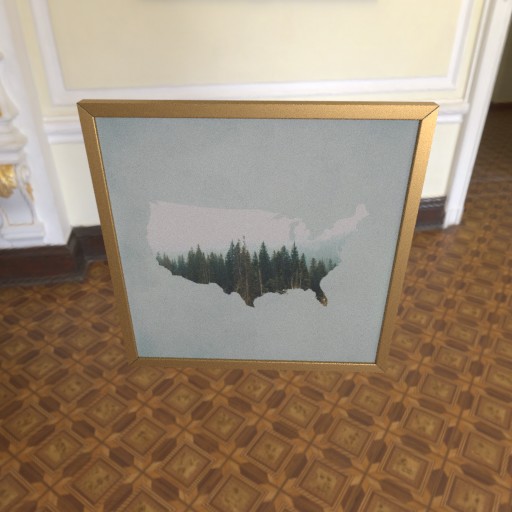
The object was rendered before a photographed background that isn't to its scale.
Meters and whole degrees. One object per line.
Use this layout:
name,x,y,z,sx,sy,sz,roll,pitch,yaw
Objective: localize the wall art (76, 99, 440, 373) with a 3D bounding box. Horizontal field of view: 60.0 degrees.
wall art,0.000,0.000,1.139,0.762,0.762,0.038,1,31,2
